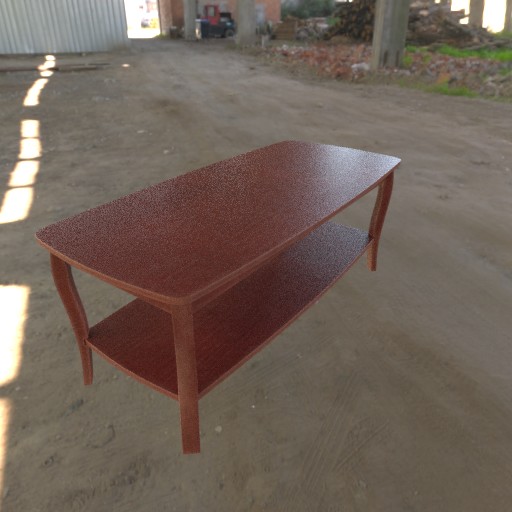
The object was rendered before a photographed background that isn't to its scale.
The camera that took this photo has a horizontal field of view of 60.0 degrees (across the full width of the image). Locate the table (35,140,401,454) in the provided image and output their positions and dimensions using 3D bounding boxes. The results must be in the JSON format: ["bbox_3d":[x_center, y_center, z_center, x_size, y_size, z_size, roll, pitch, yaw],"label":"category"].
[{"bbox_3d":[0.000,0.000,1.475,0.561,0.473,1.216,19,33,31],"label":"table"}]
